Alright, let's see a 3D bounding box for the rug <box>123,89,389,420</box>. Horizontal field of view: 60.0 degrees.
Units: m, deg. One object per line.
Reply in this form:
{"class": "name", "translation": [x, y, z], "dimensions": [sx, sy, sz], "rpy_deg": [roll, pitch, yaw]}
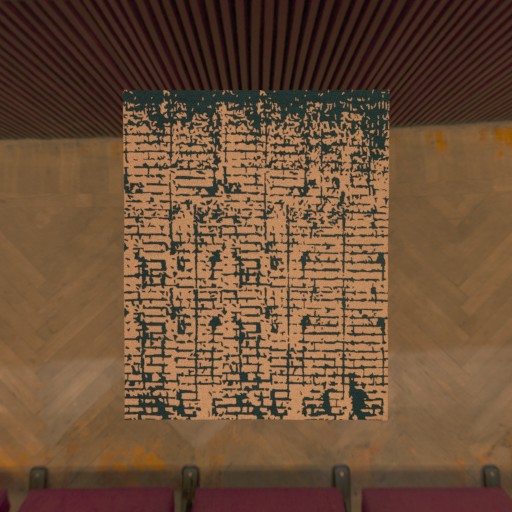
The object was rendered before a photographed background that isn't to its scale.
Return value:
{"class": "rug", "translation": [0.000, 0.000, 4.047], "dimensions": [2.416, 0.014, 3.017], "rpy_deg": [0, 91, 0]}
